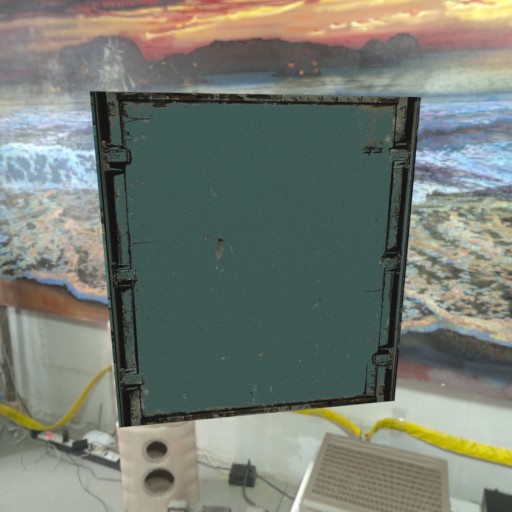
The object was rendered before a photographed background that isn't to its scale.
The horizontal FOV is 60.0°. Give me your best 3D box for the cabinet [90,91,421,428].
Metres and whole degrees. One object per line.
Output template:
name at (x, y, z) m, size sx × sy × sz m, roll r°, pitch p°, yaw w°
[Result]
cabinet at (0.000, 0.000, 3.231) m, size 2.000 × 2.160 × 0.680 m, roll -2°, pitch 14°, yaw -9°
